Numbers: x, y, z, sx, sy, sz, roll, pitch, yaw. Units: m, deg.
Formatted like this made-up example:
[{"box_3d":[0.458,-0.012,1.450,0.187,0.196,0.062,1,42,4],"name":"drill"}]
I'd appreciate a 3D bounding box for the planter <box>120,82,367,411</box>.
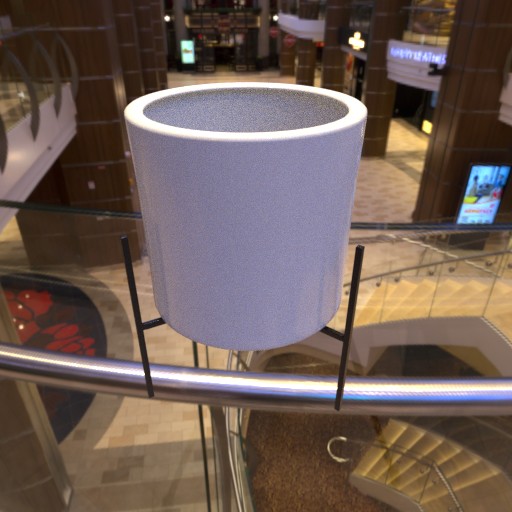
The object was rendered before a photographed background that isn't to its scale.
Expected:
[{"box_3d":[0.000,0.000,0.725,0.361,0.480,0.360,21,37,31],"name":"planter"}]
